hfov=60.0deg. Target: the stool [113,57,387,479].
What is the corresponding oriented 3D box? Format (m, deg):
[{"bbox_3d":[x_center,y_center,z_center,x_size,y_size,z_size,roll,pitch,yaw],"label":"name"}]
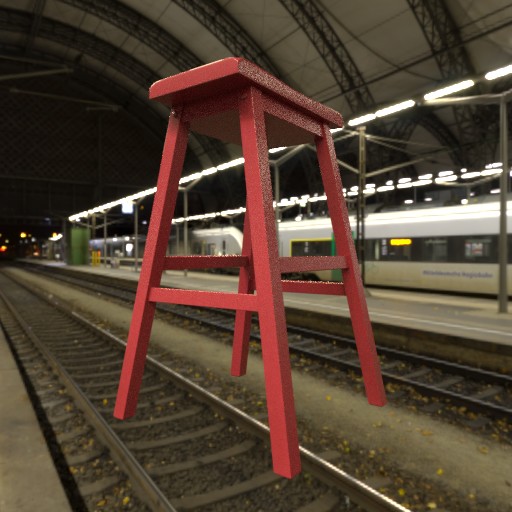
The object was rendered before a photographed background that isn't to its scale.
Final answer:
[{"bbox_3d":[0.000,0.000,1.056,0.476,0.737,0.457,0,1,36],"label":"stool"}]
